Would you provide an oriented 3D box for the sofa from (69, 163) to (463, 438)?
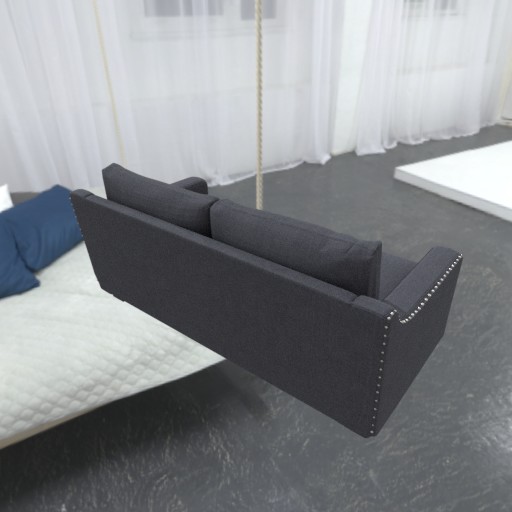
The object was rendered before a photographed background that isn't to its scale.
[{"bbox_3d":[0.000,0.000,3.285,2.550,1.196,1.336,21,35,33],"label":"sofa"}]
